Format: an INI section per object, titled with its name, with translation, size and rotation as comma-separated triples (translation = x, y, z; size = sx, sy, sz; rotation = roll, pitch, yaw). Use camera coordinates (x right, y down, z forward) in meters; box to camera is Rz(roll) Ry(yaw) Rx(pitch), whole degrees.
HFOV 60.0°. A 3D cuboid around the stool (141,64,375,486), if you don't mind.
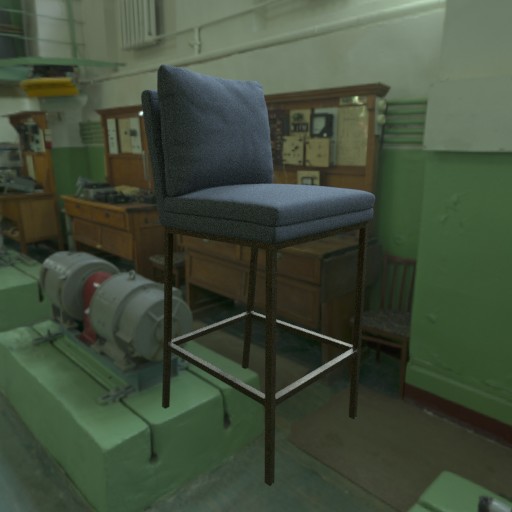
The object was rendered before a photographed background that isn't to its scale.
[stool]
translation = 0.000, 0.000, 1.414
size = 0.569, 1.130, 0.463
rotation = 13, 19, 42
